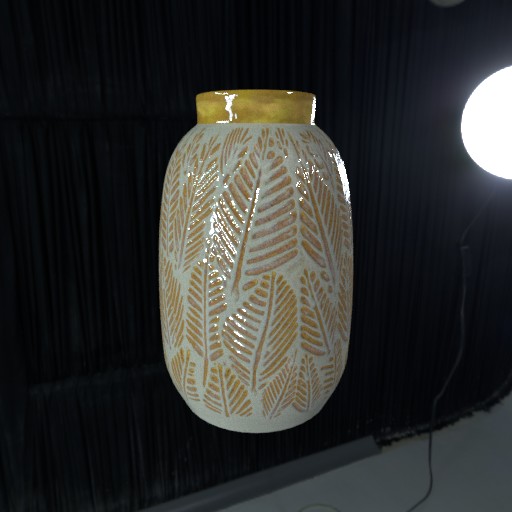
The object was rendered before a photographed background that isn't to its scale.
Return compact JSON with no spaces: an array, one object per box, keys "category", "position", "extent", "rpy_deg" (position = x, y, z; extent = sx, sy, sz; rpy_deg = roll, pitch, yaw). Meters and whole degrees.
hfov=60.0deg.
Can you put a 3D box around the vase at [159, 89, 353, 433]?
[{"category":"vase","position":[0.000,0.000,0.395],"extent":[0.172,0.270,0.172],"rpy_deg":[0,15,0]}]
